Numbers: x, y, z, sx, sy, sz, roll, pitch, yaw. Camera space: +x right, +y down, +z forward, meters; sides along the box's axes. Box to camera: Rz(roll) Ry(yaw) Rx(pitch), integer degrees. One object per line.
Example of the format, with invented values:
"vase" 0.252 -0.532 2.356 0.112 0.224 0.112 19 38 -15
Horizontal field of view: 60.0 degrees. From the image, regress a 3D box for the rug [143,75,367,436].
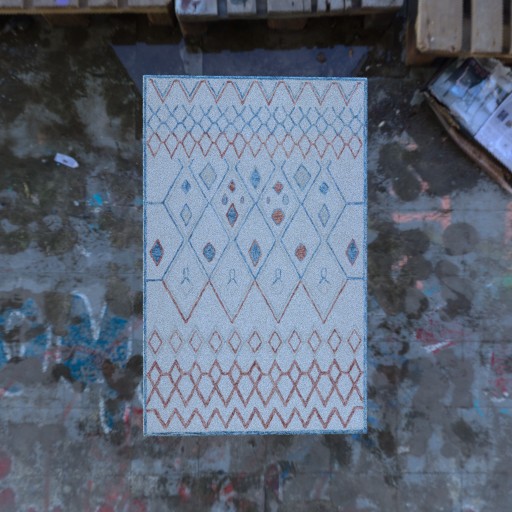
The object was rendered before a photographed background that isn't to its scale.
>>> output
"rug" 0.000 0.000 3.018 1.524 0.015 2.438 0 90 -2
